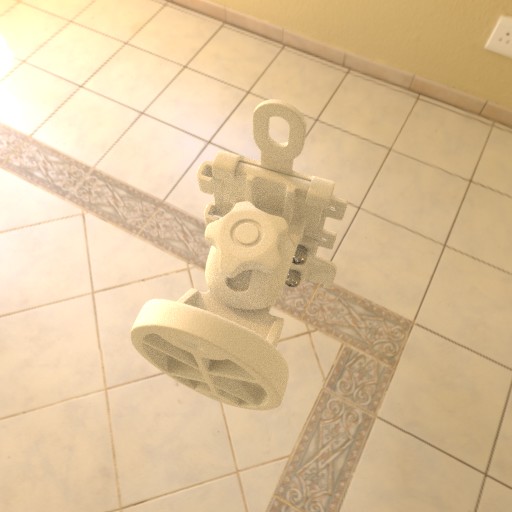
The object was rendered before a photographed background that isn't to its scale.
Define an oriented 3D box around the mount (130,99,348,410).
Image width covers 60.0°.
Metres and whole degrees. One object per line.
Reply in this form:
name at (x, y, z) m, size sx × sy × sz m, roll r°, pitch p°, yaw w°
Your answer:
mount at (0.000, 0.000, 0.173) m, size 0.066 × 0.118 × 0.100 m, roll 17°, pitch 65°, yaw 9°
